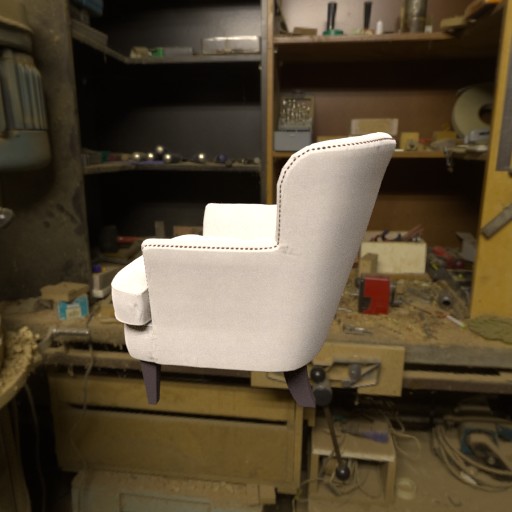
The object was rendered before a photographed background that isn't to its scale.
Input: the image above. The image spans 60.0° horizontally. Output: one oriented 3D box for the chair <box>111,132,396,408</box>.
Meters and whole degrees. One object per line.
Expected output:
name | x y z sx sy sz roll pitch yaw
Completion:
chair | 0.000 0.000 1.618 0.906 0.868 0.848 2 15 8
